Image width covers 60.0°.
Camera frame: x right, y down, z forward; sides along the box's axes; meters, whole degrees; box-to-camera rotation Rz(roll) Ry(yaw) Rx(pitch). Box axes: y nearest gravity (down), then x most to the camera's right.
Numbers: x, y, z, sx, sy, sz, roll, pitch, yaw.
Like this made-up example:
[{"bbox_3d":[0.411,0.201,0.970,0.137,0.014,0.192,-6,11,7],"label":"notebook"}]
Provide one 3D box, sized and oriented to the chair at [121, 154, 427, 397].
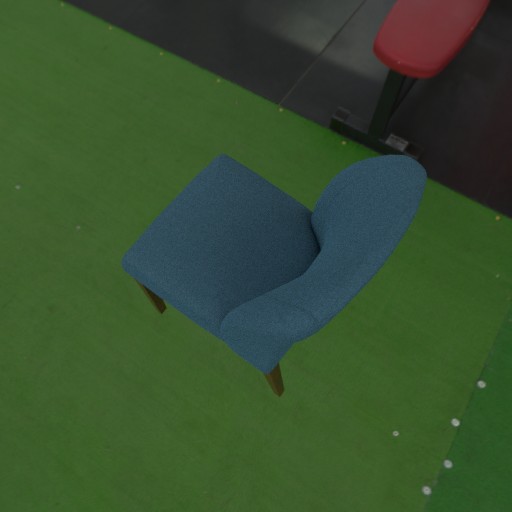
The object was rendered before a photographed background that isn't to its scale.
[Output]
[{"bbox_3d":[0.000,0.000,1.242,0.620,0.879,0.507,33,68,15],"label":"chair"}]
